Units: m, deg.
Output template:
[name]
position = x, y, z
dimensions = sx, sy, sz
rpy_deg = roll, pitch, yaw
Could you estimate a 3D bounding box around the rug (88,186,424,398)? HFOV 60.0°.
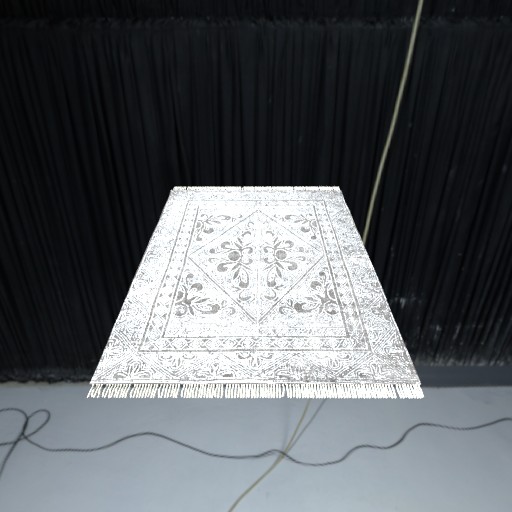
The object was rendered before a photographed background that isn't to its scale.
[rug]
position = 0.000, 0.000, 3.012
dimensions = 1.529, 0.010, 2.440
rpy_deg = 0, 31, 0
